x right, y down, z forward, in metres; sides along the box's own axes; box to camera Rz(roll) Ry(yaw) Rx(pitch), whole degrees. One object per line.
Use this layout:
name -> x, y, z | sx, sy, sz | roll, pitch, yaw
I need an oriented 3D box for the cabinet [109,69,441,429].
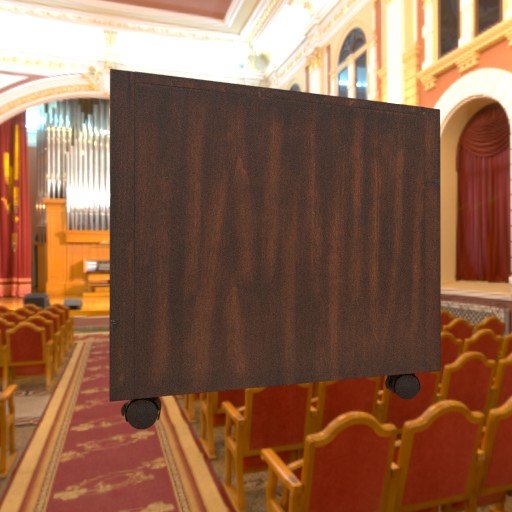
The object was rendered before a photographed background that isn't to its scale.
cabinet -> 0.000, 0.000, 0.806 | 0.500, 0.455, 0.402 | 0, 0, -18
